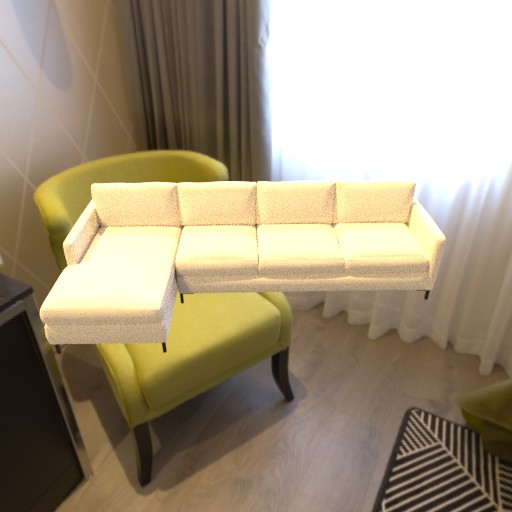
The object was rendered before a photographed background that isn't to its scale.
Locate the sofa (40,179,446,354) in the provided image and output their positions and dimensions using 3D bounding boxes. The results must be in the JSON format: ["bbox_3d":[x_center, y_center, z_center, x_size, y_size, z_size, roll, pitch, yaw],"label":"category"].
[{"bbox_3d":[0.000,0.000,3.809,3.186,0.875,1.467,-1,33,-1],"label":"sofa"}]
